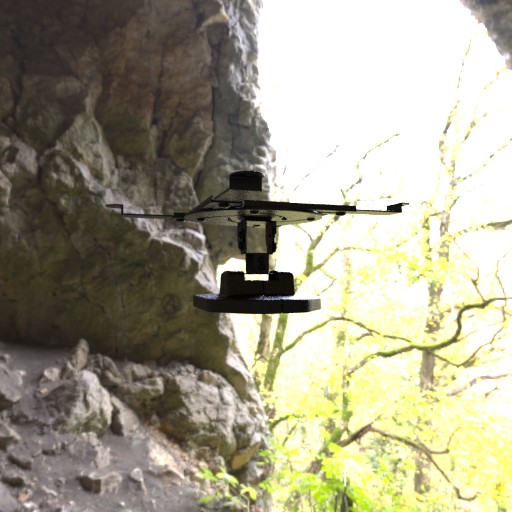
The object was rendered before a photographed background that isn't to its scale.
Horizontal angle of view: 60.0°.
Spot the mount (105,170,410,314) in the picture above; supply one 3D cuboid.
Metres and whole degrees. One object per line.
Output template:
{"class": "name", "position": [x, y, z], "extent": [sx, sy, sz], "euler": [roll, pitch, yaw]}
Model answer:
{"class": "mount", "position": [0.000, 0.000, 0.609], "extent": [0.394, 0.141, 0.394], "euler": [1, -2, -19]}
